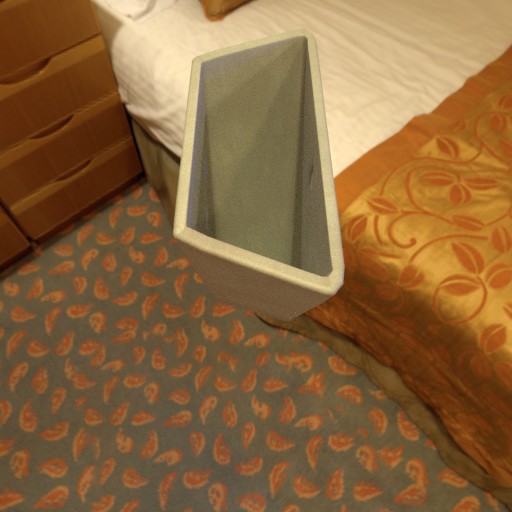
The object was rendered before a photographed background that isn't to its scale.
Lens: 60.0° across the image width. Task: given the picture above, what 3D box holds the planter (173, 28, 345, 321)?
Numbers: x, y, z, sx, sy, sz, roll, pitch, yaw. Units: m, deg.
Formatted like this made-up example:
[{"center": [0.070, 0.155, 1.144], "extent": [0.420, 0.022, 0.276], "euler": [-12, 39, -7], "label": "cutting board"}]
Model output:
[{"center": [0.000, 0.000, 0.269], "extent": [0.060, 0.197, 0.150], "euler": [0, 59, 0], "label": "planter"}]
